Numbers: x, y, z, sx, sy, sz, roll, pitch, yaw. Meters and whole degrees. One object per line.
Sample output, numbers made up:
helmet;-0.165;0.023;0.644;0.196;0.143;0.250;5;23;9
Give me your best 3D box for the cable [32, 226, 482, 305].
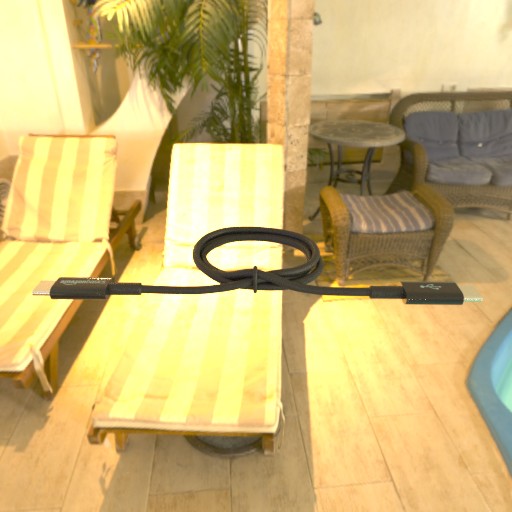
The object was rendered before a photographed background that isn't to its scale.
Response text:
cable;0.000;0.000;0.227;0.203;0.014;0.070;0;28;1
